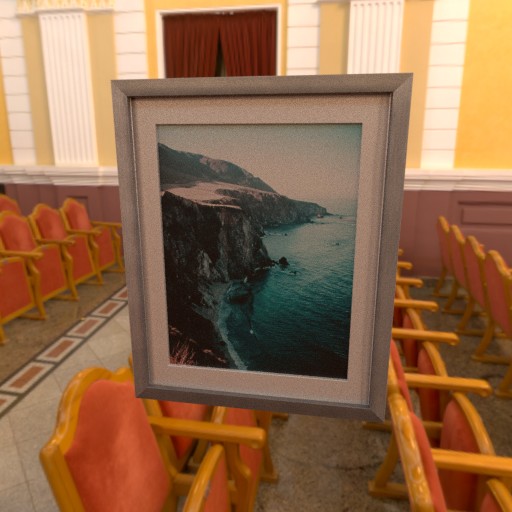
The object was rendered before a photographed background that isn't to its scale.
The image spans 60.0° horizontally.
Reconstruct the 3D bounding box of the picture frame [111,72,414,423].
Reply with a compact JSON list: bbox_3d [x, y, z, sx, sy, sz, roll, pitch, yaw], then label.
[{"bbox_3d":[0.000,0.000,0.740,0.449,0.555,0.046,3,15,9],"label":"picture frame"}]
